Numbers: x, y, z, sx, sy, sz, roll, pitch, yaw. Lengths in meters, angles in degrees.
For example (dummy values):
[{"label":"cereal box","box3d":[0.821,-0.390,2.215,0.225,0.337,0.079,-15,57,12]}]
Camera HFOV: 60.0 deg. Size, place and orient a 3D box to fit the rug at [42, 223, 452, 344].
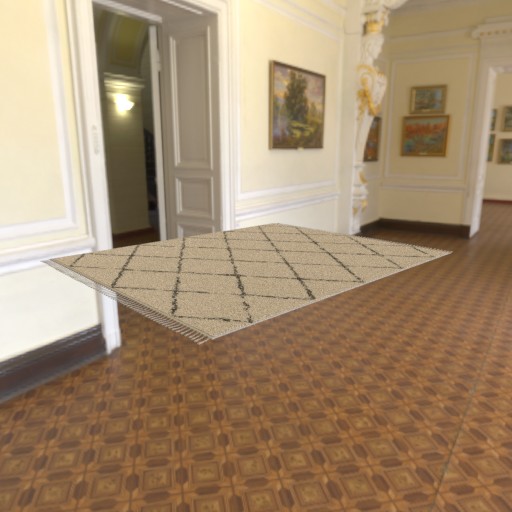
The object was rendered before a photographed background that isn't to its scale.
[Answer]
[{"label":"rug","box3d":[0.000,0.000,4.131,3.051,0.013,2.380,-13,18,-42]}]
